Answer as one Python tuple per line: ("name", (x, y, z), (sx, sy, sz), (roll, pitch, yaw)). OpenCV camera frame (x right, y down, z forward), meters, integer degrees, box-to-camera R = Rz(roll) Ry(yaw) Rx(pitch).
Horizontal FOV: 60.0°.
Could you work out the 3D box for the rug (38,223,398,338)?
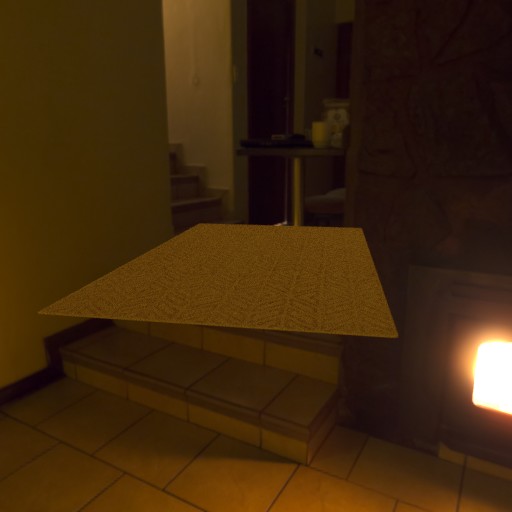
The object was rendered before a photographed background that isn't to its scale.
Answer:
("rug", (0.000, 0.000, 2.972), (1.523, 0.008, 2.438), (2, 14, 10))
